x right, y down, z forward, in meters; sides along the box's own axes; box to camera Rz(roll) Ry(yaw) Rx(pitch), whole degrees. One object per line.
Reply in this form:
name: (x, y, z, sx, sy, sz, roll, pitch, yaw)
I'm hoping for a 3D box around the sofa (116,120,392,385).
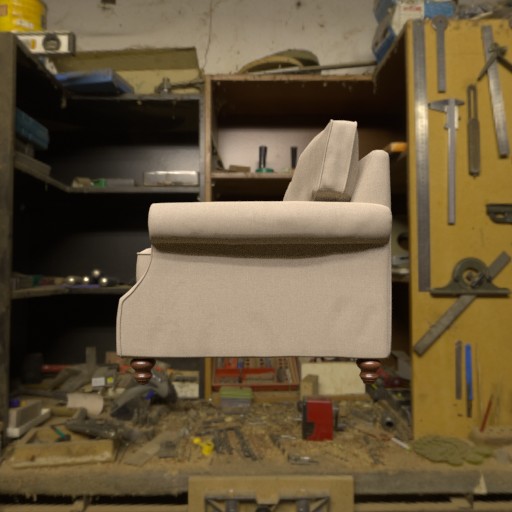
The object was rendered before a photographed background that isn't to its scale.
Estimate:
sofa: (0.000, 0.000, 2.265, 0.964, 0.937, 1.665, 0, -1, 0)
